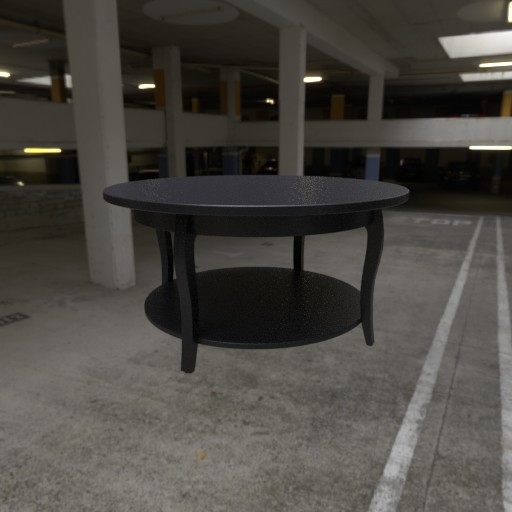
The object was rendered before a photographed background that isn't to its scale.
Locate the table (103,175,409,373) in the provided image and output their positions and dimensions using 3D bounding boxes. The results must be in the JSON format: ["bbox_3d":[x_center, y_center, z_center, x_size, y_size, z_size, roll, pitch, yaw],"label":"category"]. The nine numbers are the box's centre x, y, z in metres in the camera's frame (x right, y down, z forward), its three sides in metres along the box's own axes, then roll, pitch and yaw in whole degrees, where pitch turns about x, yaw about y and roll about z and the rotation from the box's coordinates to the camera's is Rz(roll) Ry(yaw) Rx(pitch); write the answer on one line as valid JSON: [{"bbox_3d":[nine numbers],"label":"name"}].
[{"bbox_3d":[0.000,0.000,1.450,0.914,0.457,0.914,0,14,0],"label":"table"}]
